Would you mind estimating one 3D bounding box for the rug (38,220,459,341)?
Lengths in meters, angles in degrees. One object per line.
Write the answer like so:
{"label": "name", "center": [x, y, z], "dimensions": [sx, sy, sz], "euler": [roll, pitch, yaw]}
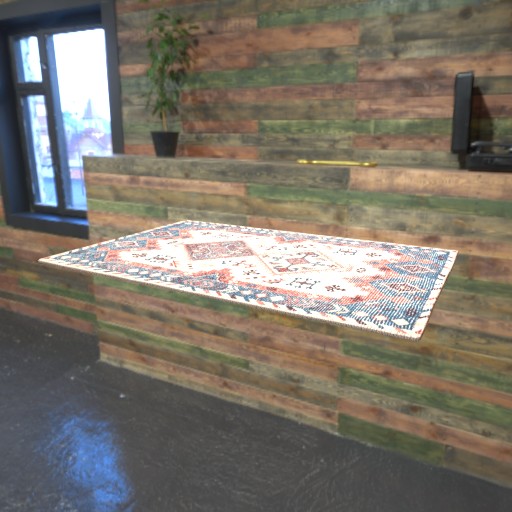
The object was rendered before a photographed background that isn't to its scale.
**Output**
{"label": "rug", "center": [0.000, 0.000, 2.310], "dimensions": [1.840, 0.015, 1.225], "euler": [8, 18, 28]}
